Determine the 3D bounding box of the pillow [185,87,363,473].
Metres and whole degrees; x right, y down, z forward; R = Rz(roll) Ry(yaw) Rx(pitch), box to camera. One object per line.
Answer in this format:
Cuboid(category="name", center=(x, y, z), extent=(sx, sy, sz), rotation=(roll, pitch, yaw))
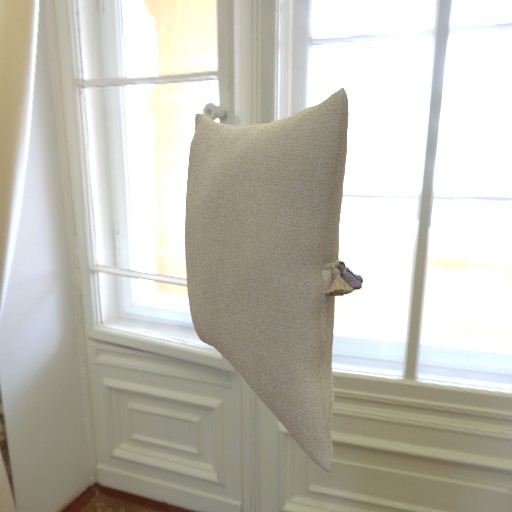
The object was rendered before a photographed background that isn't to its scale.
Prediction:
Cuboid(category="pillow", center=(0.000, 0.000, 0.743), extent=(0.165, 0.481, 0.489), rotation=(-7, 16, -26))
